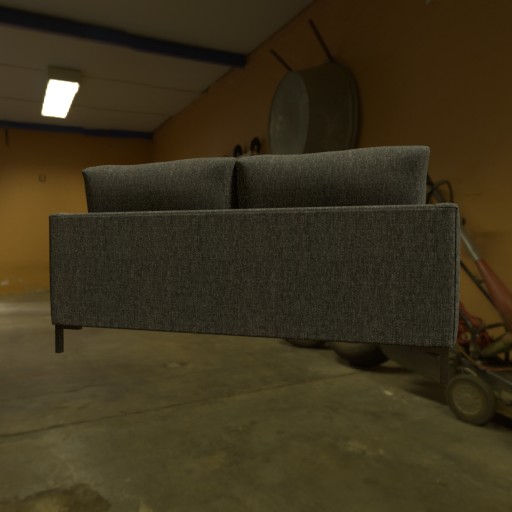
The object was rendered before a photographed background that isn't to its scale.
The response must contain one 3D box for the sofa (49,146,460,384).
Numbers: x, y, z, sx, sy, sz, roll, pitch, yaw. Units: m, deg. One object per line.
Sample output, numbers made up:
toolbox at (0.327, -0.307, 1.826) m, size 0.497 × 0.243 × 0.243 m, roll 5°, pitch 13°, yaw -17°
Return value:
sofa at (0.000, 0.000, 2.151) m, size 1.716 × 0.862 × 0.866 m, roll 0°, pitch 1°, yaw 16°
